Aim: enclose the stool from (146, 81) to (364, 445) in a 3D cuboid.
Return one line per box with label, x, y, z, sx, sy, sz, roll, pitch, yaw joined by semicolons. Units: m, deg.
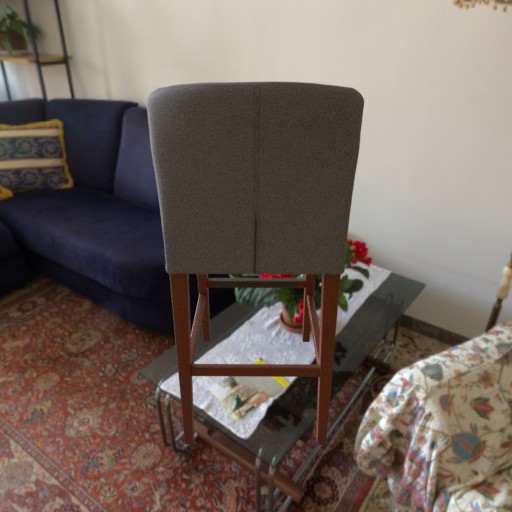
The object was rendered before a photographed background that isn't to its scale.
stool;0.000;0.000;1.344;0.481;1.069;0.568;0;30;0
